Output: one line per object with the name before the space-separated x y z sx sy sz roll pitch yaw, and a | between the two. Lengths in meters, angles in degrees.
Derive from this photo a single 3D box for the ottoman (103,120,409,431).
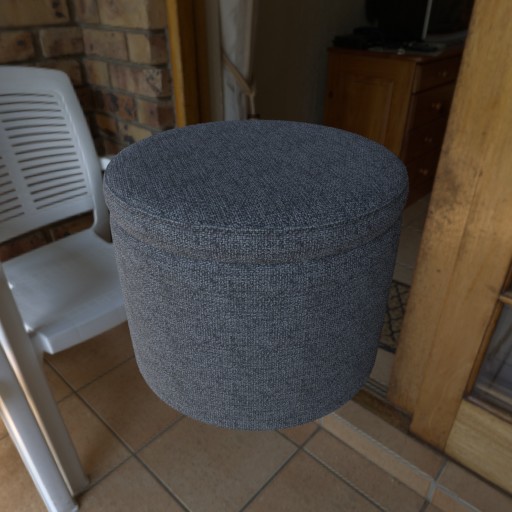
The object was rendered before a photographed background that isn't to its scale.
ottoman | 0.000 0.000 0.872 0.520 0.430 0.520 0 32 0
